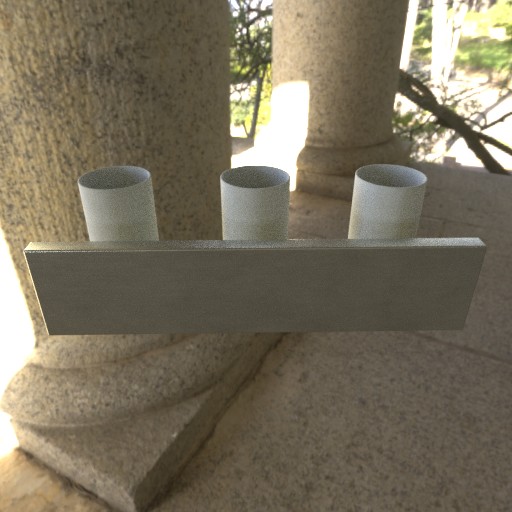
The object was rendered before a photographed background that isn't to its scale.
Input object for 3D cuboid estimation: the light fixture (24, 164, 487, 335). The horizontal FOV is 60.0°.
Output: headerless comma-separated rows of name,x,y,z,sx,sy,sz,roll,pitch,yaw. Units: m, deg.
light fixture,0.000,0.000,0.517,0.451,0.172,0.145,-1,30,-1
